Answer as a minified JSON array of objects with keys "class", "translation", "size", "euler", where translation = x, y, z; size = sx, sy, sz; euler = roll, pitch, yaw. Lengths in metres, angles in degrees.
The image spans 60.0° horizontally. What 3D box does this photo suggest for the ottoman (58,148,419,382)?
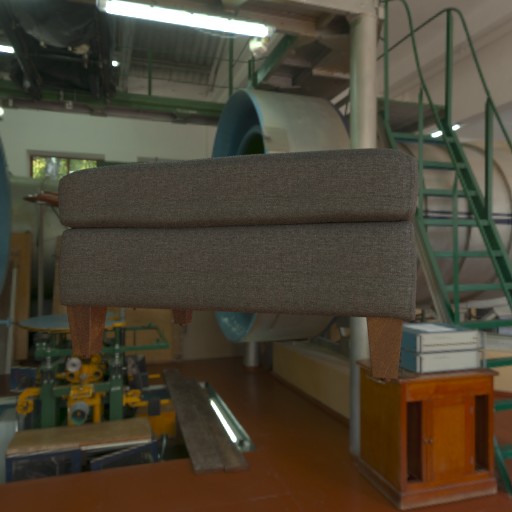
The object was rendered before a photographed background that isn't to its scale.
[{"class":"ottoman","translation":[0.000,0.000,1.227],"size":[0.826,0.496,0.639],"euler":[0,0,17]}]
